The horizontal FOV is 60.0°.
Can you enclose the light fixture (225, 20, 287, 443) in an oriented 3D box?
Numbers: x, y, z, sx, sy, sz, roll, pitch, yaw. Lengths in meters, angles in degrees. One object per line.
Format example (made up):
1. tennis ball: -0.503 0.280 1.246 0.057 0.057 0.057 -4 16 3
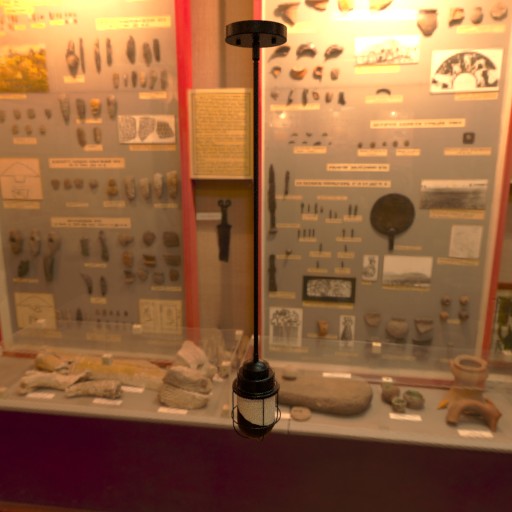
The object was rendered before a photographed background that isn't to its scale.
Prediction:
1. light fixture: 0.000 0.000 0.980 0.123 0.920 0.123 2 14 9
